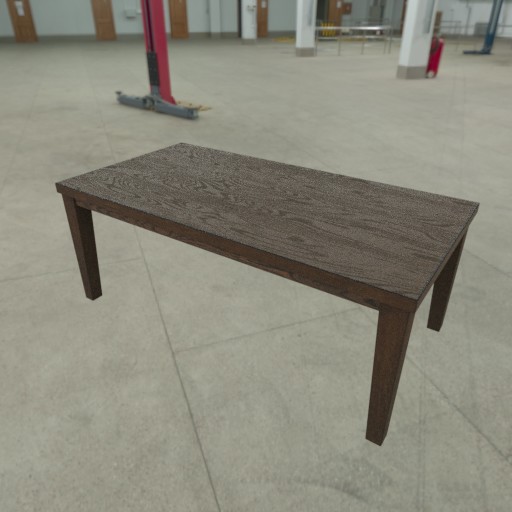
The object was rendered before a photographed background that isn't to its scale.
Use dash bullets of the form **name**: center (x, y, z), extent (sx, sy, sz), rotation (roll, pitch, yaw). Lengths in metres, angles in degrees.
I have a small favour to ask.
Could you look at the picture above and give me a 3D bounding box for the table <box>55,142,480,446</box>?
- **table**: center (0.000, 0.000, 2.493), extent (1.981, 0.762, 1.016), rotation (19, 34, 30)
